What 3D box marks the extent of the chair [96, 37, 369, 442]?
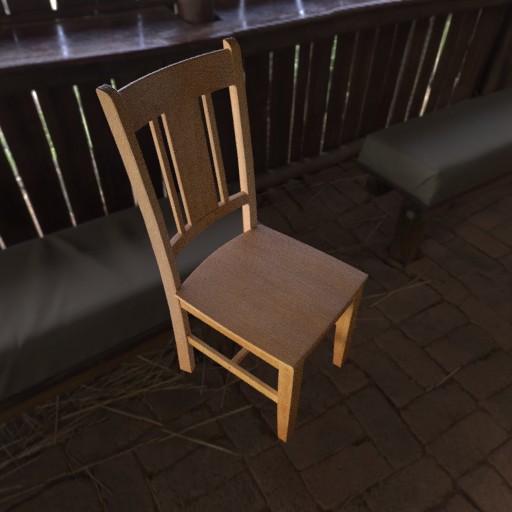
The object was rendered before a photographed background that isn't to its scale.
[{"bbox_3d":[0.000,0.000,1.289,0.556,0.998,0.450,27,49,27],"label":"chair"}]
